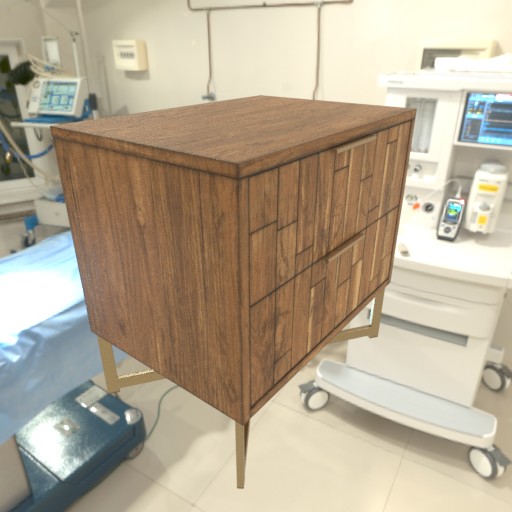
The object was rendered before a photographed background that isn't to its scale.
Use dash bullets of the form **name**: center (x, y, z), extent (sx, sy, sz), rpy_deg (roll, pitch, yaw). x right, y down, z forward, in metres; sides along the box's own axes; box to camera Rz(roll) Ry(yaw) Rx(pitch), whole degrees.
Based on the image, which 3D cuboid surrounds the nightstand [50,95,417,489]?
- **nightstand**: center (0.000, 0.000, 1.005), extent (0.446, 0.610, 0.610), rpy_deg (19, 32, 34)
